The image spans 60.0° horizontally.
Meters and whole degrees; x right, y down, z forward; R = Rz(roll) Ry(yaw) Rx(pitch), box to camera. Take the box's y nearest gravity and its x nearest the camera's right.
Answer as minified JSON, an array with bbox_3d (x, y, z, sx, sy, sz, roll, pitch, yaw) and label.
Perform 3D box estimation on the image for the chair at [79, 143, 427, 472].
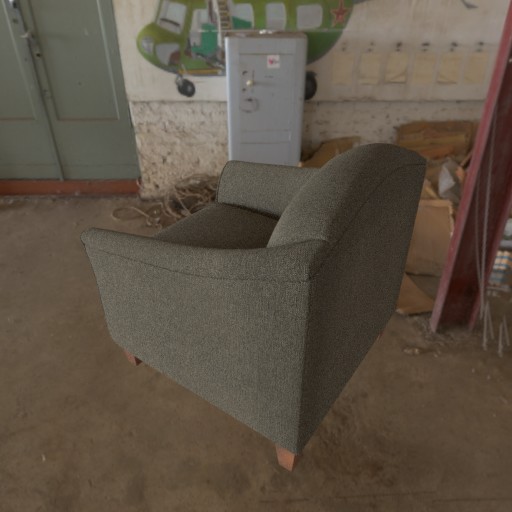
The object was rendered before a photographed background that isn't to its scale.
[{"bbox_3d":[0.000,0.000,1.452,0.787,0.839,0.763,20,38,29],"label":"chair"}]
